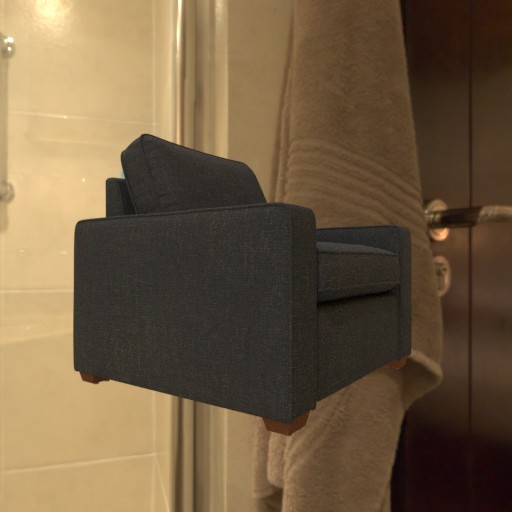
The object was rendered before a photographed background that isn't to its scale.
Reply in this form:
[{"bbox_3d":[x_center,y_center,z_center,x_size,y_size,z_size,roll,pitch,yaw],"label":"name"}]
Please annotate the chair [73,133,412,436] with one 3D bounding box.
[{"bbox_3d":[0.000,0.000,1.737,0.940,0.919,1.017,0,-1,36],"label":"chair"}]
